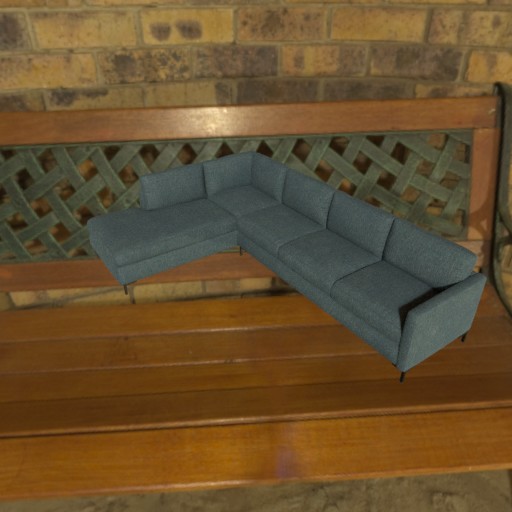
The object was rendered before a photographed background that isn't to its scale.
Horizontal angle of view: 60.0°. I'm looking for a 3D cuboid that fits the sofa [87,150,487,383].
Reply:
[{"bbox_3d":[0.000,0.000,3.766,2.007,0.815,2.949,-20,37,-29],"label":"sofa"}]
